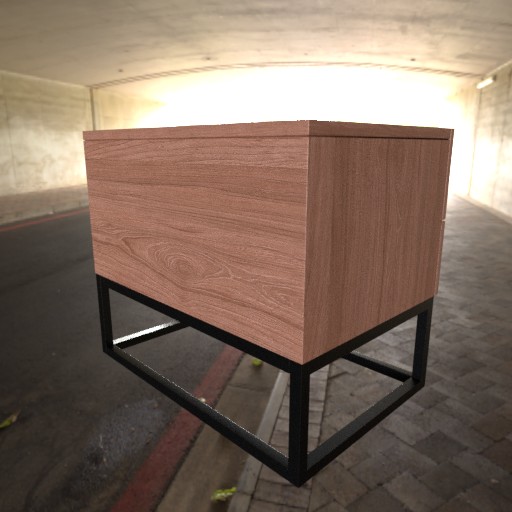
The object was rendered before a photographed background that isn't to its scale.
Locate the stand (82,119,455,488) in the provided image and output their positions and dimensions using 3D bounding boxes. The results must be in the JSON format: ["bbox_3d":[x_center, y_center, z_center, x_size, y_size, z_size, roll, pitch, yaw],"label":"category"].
[{"bbox_3d":[0.000,0.000,0.913,0.420,0.500,0.600,-13,19,-43],"label":"stand"}]
